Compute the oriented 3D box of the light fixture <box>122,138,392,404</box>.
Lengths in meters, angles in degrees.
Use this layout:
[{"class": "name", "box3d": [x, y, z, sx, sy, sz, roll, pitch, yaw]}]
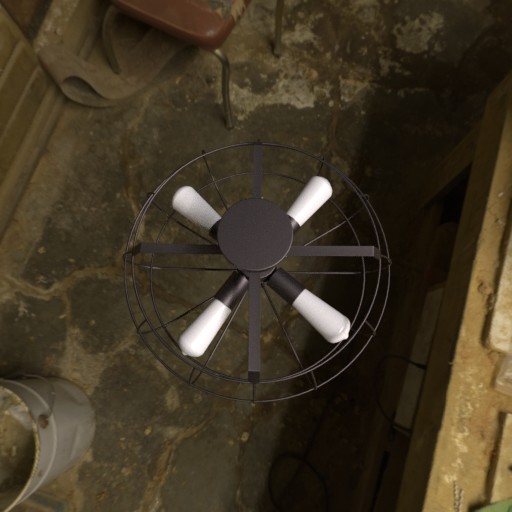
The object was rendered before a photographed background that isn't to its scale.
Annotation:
[{"class": "light fixture", "box3d": [0.000, 0.000, 0.914, 0.582, 0.311, 0.582, 0, 76, 0]}]
